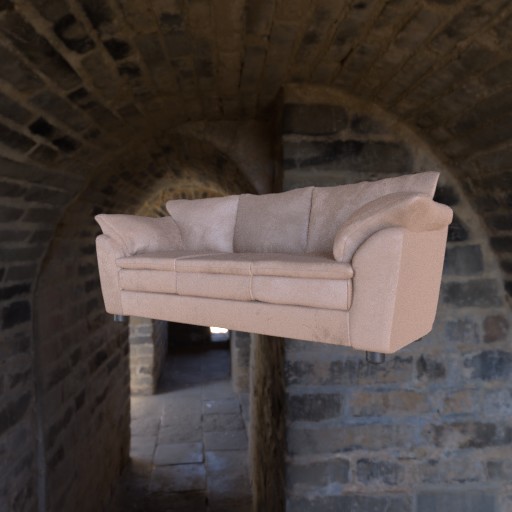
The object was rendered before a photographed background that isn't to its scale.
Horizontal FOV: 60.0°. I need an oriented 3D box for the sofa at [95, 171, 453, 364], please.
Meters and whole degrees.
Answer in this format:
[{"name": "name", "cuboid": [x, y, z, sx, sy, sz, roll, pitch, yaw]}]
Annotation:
[{"name": "sofa", "cuboid": [0.000, 0.000, 2.919, 2.377, 0.981, 0.893, 1, 2, 36]}]
